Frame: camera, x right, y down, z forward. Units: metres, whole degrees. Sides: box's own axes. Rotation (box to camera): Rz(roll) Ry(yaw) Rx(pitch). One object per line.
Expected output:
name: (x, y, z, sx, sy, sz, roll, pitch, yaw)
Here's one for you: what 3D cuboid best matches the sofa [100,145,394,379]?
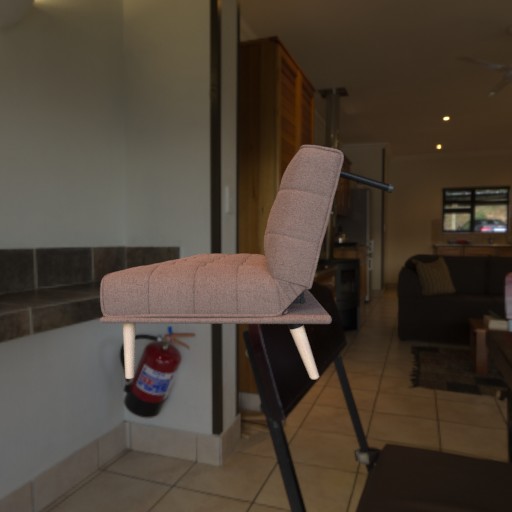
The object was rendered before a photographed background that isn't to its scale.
sofa: (0.000, 0.000, 2.373, 1.038, 0.810, 1.820, 0, 2, 1)
